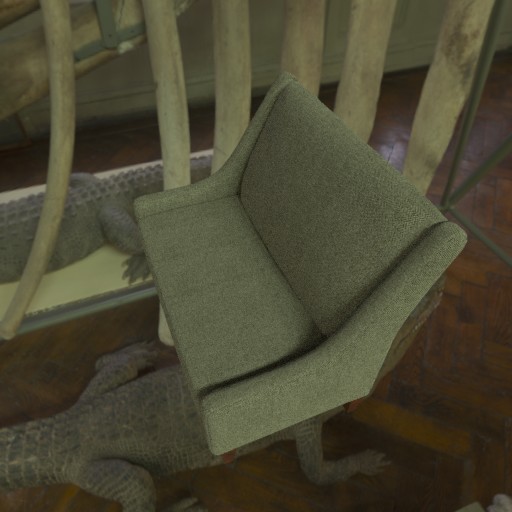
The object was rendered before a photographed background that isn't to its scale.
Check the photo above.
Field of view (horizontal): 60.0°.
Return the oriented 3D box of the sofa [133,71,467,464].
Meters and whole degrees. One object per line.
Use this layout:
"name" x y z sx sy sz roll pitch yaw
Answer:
"sofa" 0.000 0.000 1.913 0.870 1.021 1.242 -16 48 -15
